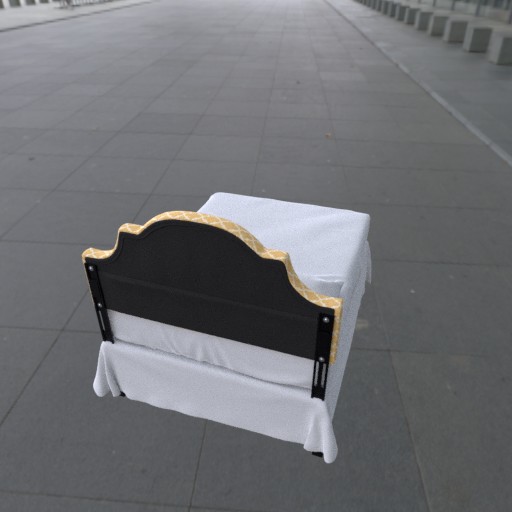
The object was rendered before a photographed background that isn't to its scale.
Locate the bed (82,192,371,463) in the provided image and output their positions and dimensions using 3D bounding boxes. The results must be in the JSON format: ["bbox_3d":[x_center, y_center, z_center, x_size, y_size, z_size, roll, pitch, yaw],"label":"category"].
[{"bbox_3d":[0.000,0.000,3.463,1.780,1.633,2.222,11,34,16],"label":"bed"}]
